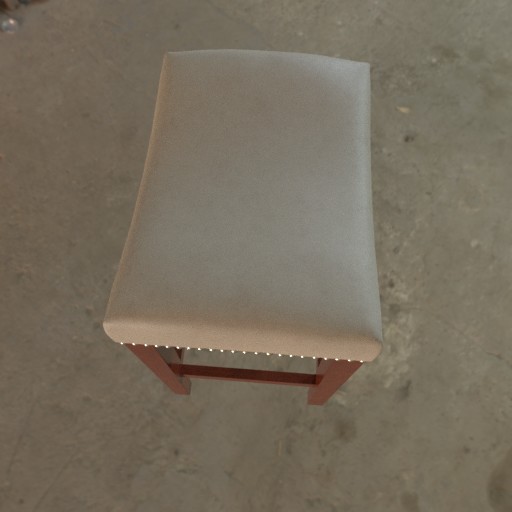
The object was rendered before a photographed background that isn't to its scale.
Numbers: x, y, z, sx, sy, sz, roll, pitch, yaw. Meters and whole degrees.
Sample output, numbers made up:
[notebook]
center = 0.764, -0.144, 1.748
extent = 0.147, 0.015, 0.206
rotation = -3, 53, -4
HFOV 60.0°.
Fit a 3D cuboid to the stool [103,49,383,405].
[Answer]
[stool]
center = 0.000, 0.000, 0.924
extent = 0.375, 0.632, 0.509
rotation = 4, 65, 2
